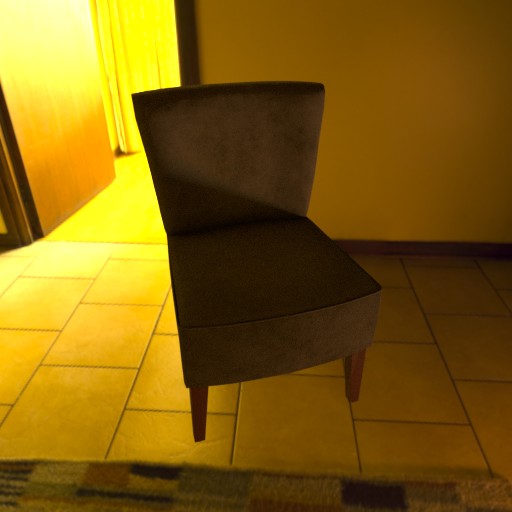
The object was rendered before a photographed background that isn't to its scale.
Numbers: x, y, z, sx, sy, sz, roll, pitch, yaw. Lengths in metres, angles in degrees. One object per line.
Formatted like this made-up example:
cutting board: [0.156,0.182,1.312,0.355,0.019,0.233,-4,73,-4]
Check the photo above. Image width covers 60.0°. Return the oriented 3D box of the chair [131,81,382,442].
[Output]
chair: [0.000,0.000,1.202,0.521,0.806,0.554,-9,33,-14]
